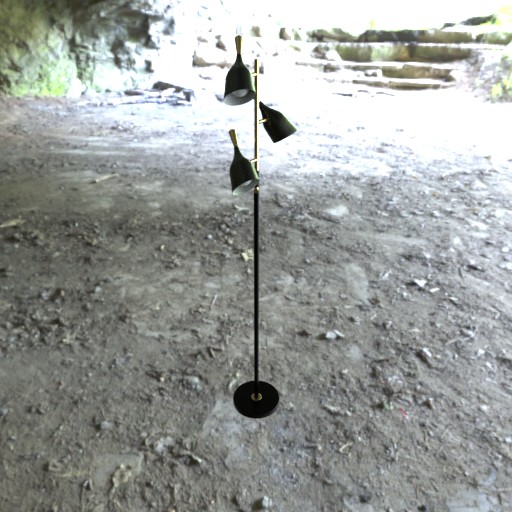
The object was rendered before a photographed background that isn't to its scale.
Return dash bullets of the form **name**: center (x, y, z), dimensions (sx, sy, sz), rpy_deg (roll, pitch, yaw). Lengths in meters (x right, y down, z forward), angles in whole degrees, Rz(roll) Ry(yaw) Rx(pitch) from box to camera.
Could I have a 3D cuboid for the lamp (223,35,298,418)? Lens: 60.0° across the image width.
- **lamp**: center (0.000, 0.000, 1.995), dimensions (0.253, 1.778, 0.434), rpy_deg (18, 32, 30)
